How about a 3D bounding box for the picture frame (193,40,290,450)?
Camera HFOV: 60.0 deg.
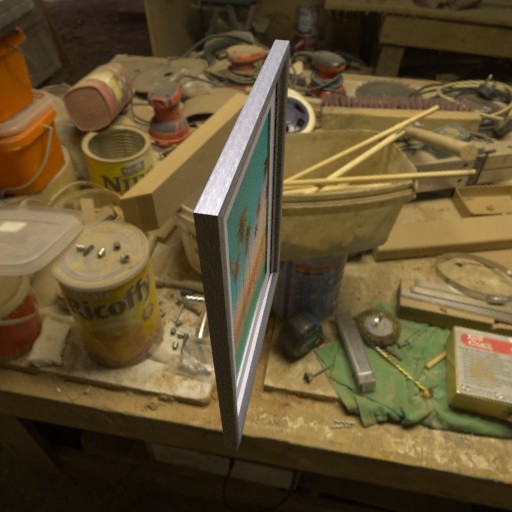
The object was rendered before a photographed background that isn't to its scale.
[{"bbox_3d":[0.000,0.000,0.771,0.029,0.559,0.454,8,46,8],"label":"picture frame"}]
